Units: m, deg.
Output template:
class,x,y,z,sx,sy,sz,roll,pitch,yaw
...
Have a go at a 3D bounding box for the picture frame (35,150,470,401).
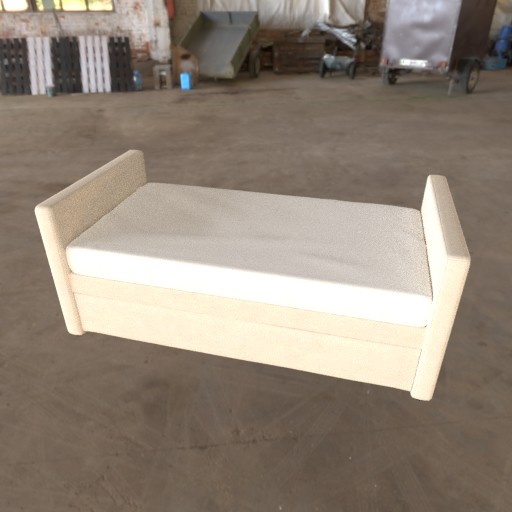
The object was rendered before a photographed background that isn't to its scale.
class,x,y,z,sx,sy,sz,roll,pitch,yaw
picture frame,0.000,0.000,2.768,2.161,0.891,1.069,7,31,12
